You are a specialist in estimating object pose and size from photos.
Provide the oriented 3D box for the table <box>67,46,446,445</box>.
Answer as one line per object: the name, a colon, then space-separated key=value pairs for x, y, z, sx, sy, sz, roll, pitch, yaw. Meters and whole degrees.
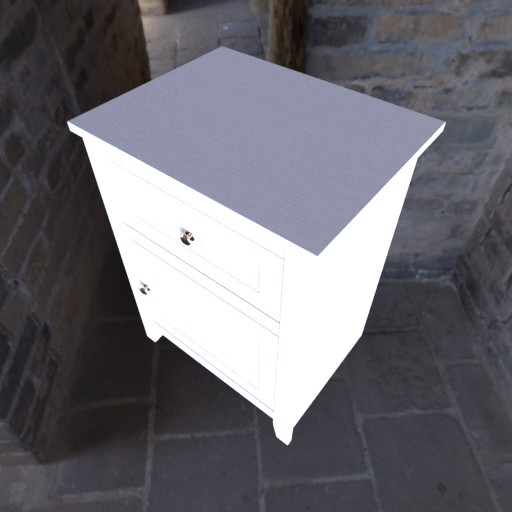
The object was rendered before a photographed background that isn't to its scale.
table: x=0.000 y=0.000 z=0.947 sx=0.480 sy=0.635 sz=0.381 roll=30 pitch=54 yaw=25
